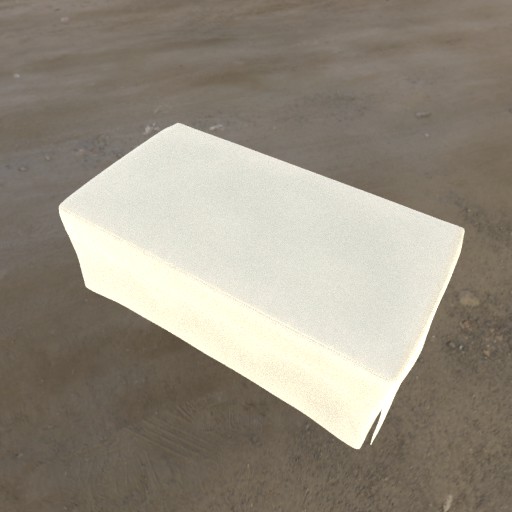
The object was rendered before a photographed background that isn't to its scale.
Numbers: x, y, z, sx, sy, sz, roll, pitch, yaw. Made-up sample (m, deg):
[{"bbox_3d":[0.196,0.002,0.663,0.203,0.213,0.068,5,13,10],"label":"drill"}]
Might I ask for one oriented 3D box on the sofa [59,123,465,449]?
[{"bbox_3d":[0.000,0.000,2.144,1.677,0.552,0.939,25,52,21],"label":"sofa"}]
